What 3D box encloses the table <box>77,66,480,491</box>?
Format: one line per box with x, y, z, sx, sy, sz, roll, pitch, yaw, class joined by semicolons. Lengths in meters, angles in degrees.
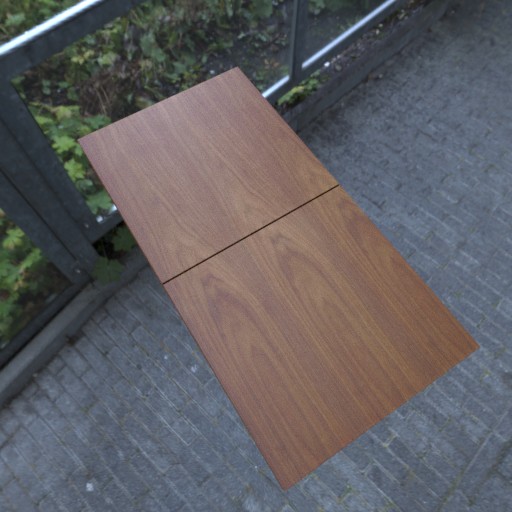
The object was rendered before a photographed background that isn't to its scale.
0.000;0.000;1.436;0.610;0.330;1.194;-30;68;-13;table
